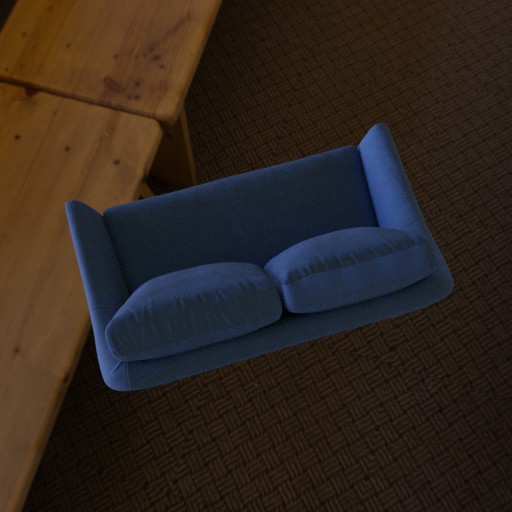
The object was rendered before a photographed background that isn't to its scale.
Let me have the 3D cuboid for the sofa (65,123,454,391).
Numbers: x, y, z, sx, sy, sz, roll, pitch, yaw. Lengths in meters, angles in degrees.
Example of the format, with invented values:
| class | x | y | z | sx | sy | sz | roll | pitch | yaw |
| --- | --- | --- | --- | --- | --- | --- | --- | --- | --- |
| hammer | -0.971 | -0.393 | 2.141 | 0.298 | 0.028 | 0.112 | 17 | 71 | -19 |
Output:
| class | x | y | z | sx | sy | sz | roll | pitch | yaw |
| --- | --- | --- | --- | --- | --- | --- | --- | --- | --- |
| sofa | 0.000 | 0.000 | 2.161 | 1.619 | 0.902 | 0.960 | -15 | 74 | -4 |
